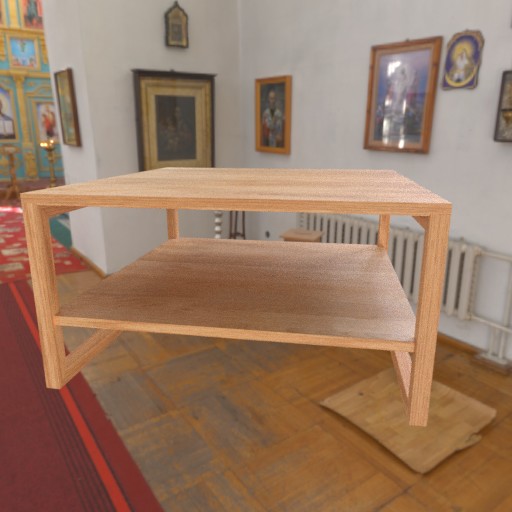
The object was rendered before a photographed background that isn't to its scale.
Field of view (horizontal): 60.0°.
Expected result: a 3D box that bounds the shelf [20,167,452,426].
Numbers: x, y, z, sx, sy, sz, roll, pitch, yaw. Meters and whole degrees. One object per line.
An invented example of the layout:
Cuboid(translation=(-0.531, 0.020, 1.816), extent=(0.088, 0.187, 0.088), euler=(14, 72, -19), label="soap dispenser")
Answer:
Cuboid(translation=(0.000, 0.000, 1.389), extent=(0.899, 0.480, 0.899), euler=(3, 15, 9), label="shelf")
